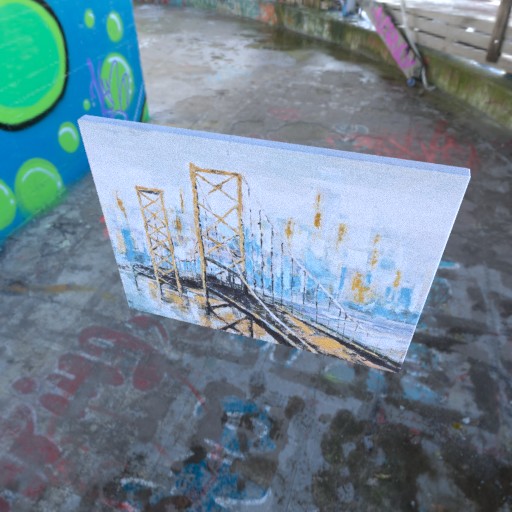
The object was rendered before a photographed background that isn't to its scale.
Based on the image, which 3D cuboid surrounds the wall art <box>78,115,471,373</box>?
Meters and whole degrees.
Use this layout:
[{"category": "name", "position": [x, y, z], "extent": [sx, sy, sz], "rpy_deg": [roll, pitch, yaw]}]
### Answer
[{"category": "wall art", "position": [0.000, 0.000, 1.365], "extent": [1.016, 0.762, 0.038], "rpy_deg": [11, 42, 13]}]
